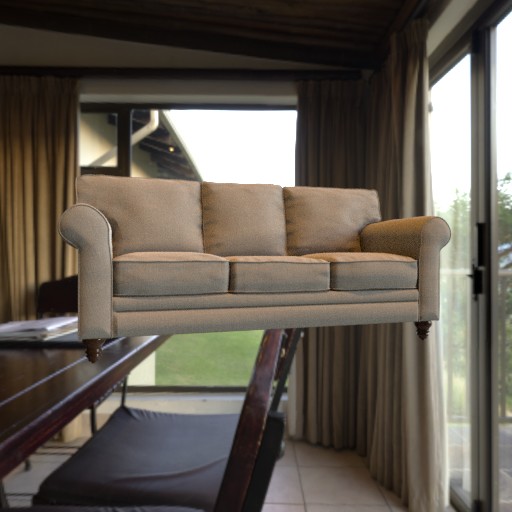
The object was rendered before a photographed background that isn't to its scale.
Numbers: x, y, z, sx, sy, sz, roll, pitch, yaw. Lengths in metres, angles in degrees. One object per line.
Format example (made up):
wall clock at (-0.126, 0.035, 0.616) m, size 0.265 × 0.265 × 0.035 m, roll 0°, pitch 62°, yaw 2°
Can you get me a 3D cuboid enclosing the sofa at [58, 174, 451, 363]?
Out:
sofa at (0.000, 0.000, 2.614) m, size 2.084 × 0.961 × 0.916 m, roll 0°, pitch 0°, yaw -18°
